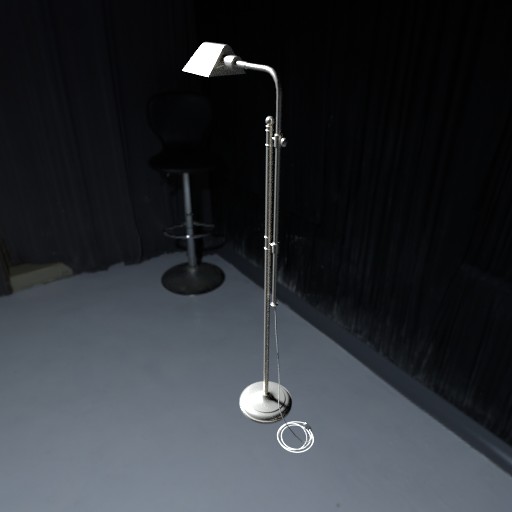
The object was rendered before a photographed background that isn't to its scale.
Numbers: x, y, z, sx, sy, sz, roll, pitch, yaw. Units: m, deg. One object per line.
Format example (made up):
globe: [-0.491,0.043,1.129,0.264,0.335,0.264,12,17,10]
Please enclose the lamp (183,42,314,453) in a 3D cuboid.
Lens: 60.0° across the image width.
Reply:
lamp: [0.000,0.000,1.849,0.256,1.571,0.813,-18,34,-29]
